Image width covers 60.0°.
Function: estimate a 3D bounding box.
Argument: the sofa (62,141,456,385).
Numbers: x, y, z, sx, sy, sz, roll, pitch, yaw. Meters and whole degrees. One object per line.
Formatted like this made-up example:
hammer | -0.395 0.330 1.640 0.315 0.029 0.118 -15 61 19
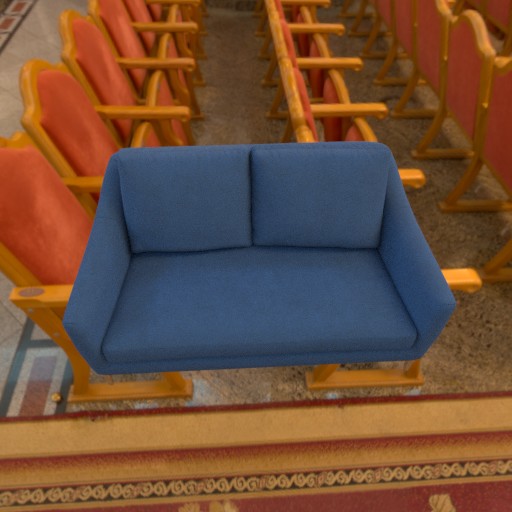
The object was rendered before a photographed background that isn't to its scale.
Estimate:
sofa | 0.000 0.000 2.212 1.619 0.902 0.960 -2 47 -2
